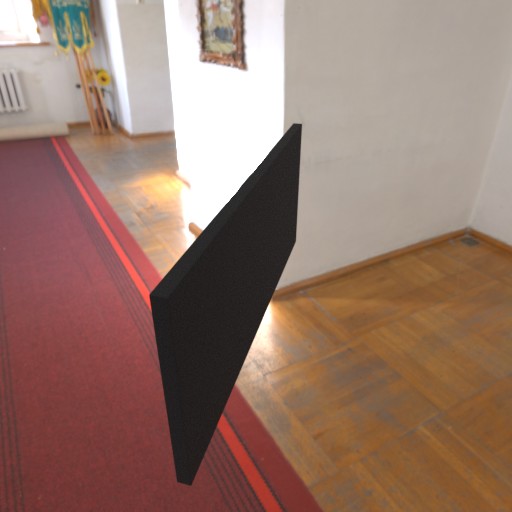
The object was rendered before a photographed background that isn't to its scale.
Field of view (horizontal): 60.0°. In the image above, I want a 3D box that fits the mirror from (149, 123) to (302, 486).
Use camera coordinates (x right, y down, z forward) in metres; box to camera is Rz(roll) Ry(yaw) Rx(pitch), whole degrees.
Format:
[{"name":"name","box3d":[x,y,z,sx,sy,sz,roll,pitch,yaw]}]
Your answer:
[{"name":"mirror","box3d":[0.000,0.000,1.810,0.047,0.692,1.584,8,31,14]}]
